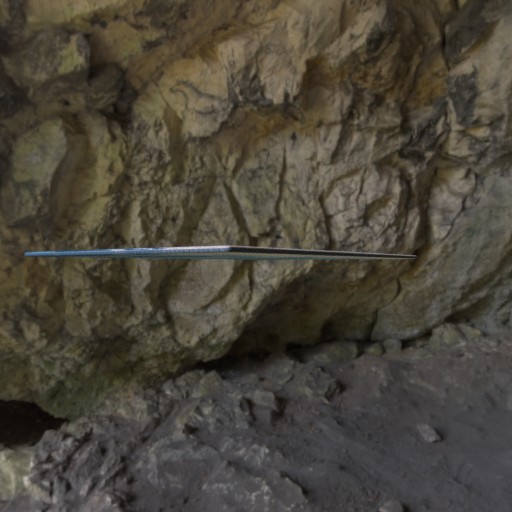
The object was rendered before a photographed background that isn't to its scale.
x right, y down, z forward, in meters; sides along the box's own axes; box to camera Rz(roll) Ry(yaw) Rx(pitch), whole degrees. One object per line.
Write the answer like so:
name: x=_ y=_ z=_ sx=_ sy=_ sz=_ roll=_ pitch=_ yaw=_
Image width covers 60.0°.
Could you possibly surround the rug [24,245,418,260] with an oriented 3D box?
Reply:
rug: x=0.000 y=0.000 z=3.074 sx=1.540 sy=0.027 sz=2.450 roll=-1 pitch=-1 yaw=36
